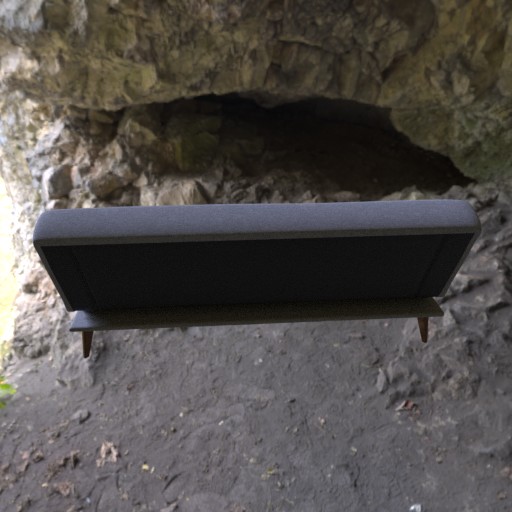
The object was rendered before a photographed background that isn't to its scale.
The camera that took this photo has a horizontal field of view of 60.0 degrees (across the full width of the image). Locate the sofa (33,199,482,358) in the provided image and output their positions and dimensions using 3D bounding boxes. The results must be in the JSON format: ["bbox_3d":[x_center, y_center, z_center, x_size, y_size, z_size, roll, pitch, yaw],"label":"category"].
[{"bbox_3d":[0.000,0.000,2.263,1.800,0.810,0.860,-2,30,-3],"label":"sofa"}]
